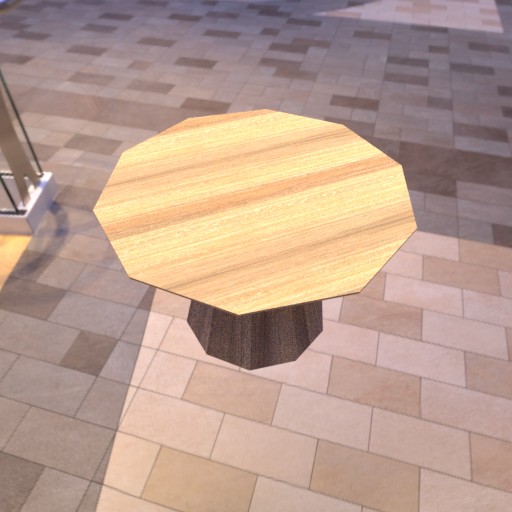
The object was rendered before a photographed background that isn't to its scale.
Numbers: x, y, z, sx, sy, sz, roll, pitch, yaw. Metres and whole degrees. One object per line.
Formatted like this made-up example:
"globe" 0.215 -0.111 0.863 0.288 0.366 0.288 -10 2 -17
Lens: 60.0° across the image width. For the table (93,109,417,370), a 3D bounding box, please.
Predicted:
"table" 0.000 0.000 1.935 1.186 0.752 1.186 0 46 0
